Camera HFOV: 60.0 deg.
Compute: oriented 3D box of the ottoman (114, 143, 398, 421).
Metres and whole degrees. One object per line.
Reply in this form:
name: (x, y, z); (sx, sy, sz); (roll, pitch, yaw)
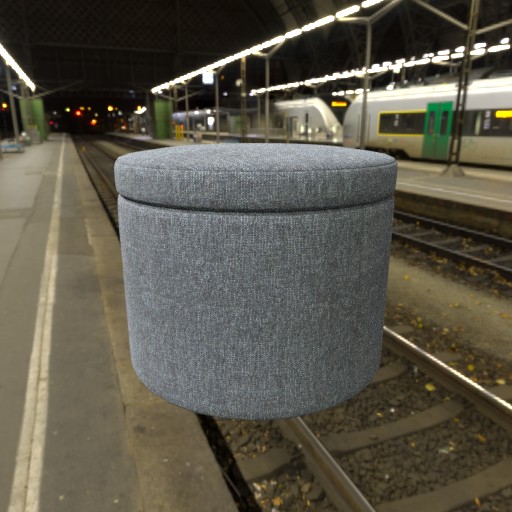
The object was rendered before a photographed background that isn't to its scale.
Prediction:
ottoman: (0.000, 0.000, 0.865); (0.500, 0.419, 0.500); (0, 16, 0)
